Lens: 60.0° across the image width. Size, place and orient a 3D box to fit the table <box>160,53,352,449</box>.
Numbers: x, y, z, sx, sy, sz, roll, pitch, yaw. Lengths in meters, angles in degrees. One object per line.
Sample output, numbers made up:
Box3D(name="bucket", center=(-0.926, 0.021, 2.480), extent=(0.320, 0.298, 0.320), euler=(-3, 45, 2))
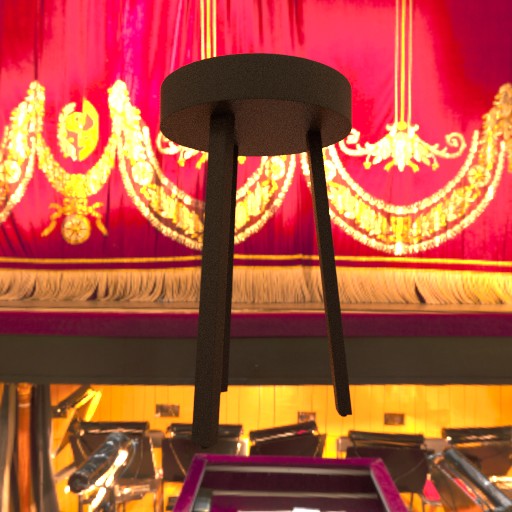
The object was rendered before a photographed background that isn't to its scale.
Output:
Box3D(name="table", center=(0.000, 0.000, 0.953), extent=(0.406, 0.686, 0.406), euler=(0, -1, 0))
